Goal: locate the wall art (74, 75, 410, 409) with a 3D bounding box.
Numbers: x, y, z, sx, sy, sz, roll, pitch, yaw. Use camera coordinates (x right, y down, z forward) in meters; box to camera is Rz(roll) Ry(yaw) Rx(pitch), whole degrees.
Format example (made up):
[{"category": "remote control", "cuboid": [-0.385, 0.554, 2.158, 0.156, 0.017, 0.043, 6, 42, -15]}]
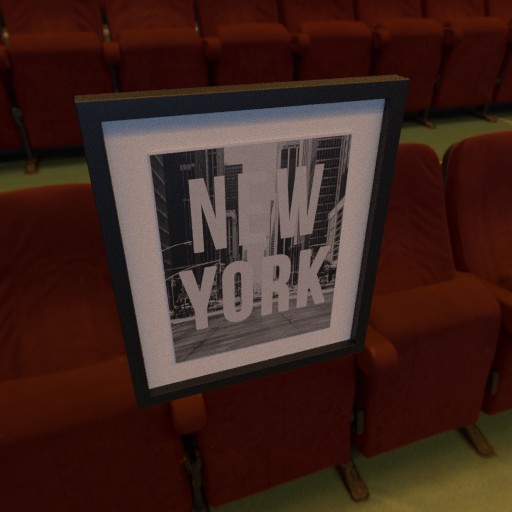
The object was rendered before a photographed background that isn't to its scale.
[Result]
[{"category": "wall art", "cuboid": [0.000, 0.000, 0.524, 0.328, 0.381, 0.028, -10, 33, -16]}]
